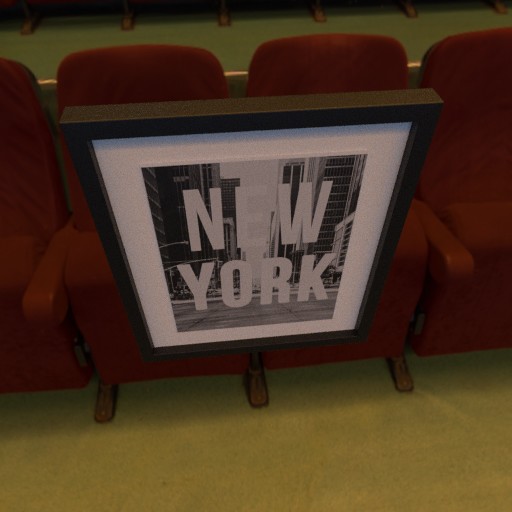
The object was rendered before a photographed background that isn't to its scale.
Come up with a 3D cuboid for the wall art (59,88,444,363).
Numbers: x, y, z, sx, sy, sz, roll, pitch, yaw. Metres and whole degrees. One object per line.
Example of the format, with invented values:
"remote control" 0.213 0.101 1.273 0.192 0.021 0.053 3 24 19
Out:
"wall art" 0.000 0.000 0.522 0.328 0.381 0.028 -4 46 -4
